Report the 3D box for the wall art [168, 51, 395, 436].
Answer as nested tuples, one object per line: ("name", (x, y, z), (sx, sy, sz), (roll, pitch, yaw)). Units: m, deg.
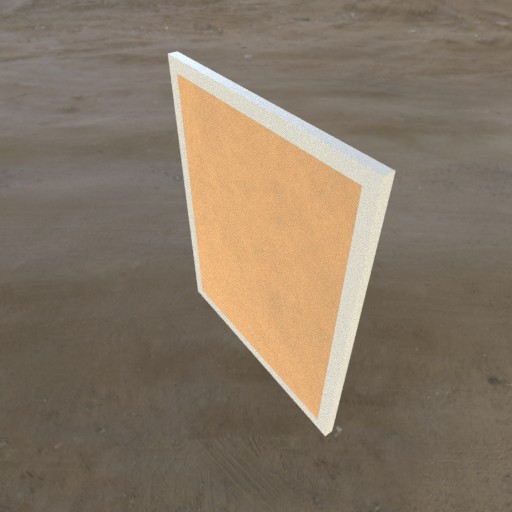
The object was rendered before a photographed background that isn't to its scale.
("wall art", (0.000, 0.000, 1.120), (0.026, 0.811, 0.661), (-26, 49, -26))
